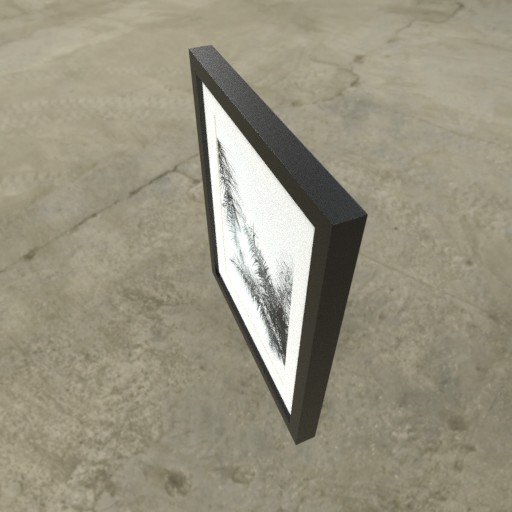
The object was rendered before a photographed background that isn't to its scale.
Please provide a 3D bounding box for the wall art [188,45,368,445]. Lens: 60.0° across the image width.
[{"bbox_3d":[0.000,0.000,0.541,0.028,0.380,0.325,-17,48,-16],"label":"wall art"}]
